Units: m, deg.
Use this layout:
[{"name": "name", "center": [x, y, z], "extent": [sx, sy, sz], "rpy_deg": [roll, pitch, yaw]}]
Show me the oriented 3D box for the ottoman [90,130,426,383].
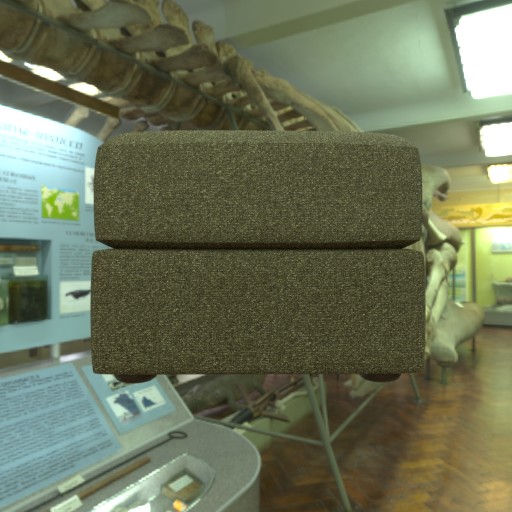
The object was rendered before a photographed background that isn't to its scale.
[{"name": "ottoman", "center": [0.000, 0.000, 1.119], "extent": [0.598, 0.476, 0.742], "rpy_deg": [0, 0, -1]}]
